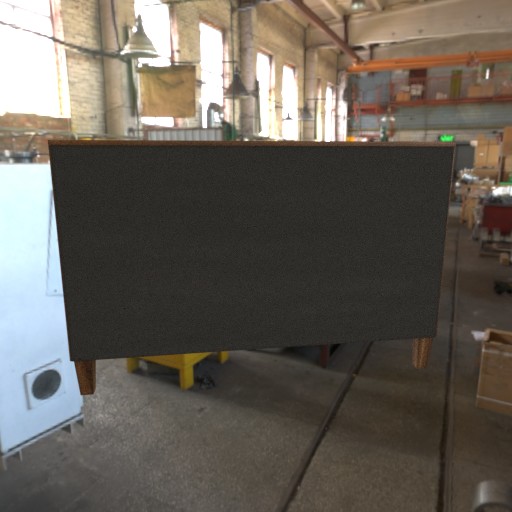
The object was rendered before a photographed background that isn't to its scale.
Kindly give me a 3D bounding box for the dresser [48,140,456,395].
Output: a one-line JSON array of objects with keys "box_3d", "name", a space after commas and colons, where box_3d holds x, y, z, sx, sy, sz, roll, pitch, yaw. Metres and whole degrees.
[{"box_3d": [0.000, 0.000, 1.799, 1.387, 0.892, 0.438, -2, 13, -9], "name": "dresser"}]
